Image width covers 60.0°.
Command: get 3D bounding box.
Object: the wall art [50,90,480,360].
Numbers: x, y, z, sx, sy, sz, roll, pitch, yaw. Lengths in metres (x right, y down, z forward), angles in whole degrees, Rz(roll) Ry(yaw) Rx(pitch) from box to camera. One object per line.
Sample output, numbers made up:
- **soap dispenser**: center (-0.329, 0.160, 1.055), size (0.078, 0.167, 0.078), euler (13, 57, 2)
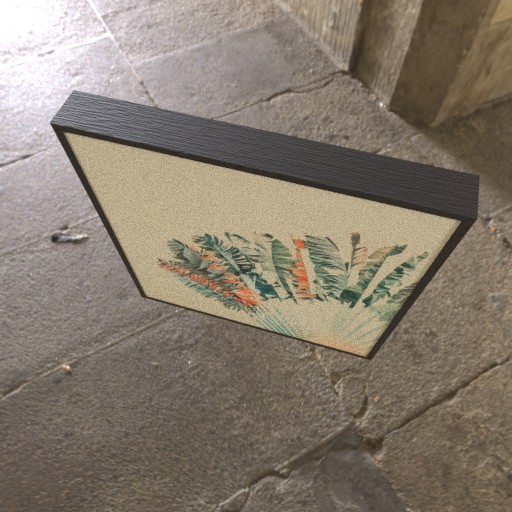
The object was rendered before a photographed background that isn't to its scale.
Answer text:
- **wall art**: center (0.000, 0.000, 0.439), size (0.302, 0.300, 0.036), euler (14, 61, 8)
